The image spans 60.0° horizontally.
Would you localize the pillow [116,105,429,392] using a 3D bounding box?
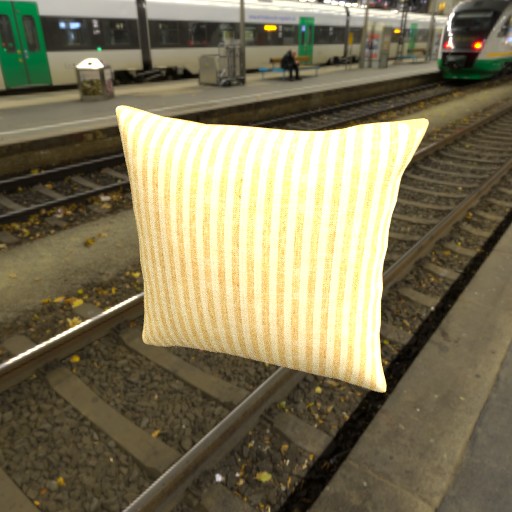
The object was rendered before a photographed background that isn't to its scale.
[{"bbox_3d":[0.000,0.000,0.650,0.419,0.407,0.173,8,27,15],"label":"pillow"}]
